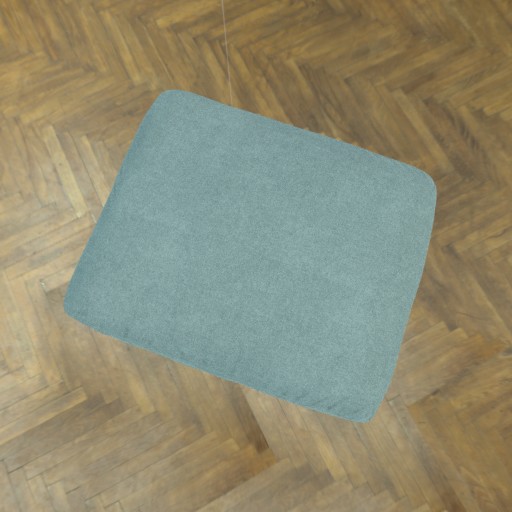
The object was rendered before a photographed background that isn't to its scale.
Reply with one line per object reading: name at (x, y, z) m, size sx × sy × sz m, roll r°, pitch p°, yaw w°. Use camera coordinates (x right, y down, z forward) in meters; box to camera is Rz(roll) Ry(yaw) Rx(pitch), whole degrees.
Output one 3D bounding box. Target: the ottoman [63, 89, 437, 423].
ottoman at (0.000, 0.000, 1.252) m, size 0.837 × 0.481 × 0.683 m, roll 19°, pitch 77°, yaw 5°
